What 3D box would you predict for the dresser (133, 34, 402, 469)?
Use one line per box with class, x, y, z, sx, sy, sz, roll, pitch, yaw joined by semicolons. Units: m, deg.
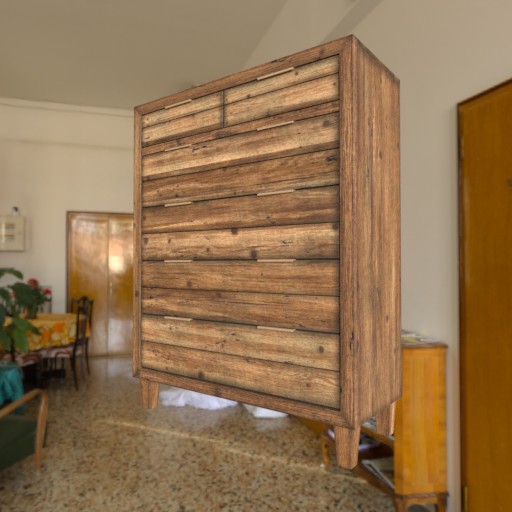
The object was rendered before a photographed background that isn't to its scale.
dresser;0.000;0.000;1.849;1.067;1.359;0.438;-1;-1;37
